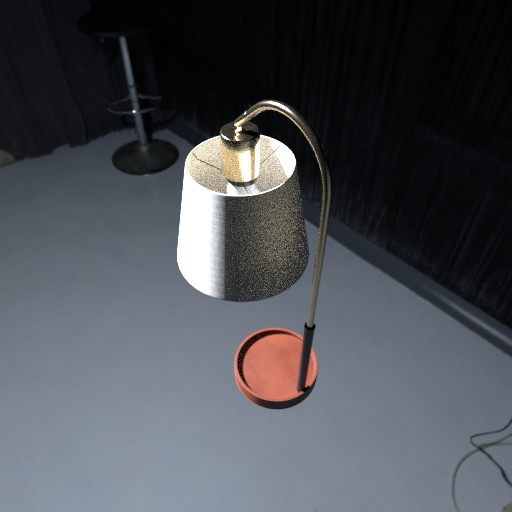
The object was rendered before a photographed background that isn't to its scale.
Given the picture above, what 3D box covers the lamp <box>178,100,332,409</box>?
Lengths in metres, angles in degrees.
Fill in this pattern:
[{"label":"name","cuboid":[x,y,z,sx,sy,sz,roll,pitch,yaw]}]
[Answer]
[{"label":"lamp","cuboid":[0.000,0.000,0.688,0.211,0.536,0.273,-31,53,-27]}]
